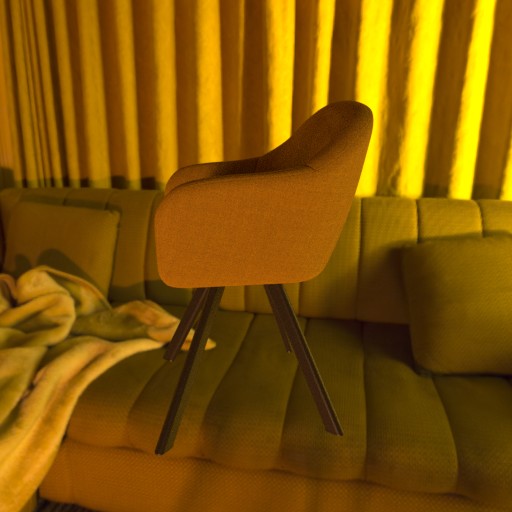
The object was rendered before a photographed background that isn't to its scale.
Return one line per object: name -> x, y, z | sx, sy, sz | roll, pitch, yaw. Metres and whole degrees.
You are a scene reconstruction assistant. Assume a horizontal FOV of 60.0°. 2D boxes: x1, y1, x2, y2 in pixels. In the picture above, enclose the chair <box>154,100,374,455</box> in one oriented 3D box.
chair -> 0.000, 0.000, 1.191 | 0.550, 0.795, 0.590 | -2, 15, -9
